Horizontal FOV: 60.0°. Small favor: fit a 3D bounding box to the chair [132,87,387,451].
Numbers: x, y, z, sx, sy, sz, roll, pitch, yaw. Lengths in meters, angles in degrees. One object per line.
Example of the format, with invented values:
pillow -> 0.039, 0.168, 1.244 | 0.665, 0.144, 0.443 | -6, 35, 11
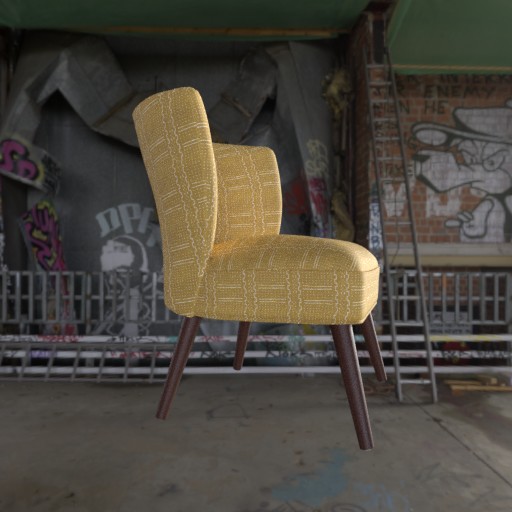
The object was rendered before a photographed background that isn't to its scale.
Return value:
chair -> 0.000, 0.000, 1.385 | 0.758, 0.866, 0.706 | 0, 0, 19
